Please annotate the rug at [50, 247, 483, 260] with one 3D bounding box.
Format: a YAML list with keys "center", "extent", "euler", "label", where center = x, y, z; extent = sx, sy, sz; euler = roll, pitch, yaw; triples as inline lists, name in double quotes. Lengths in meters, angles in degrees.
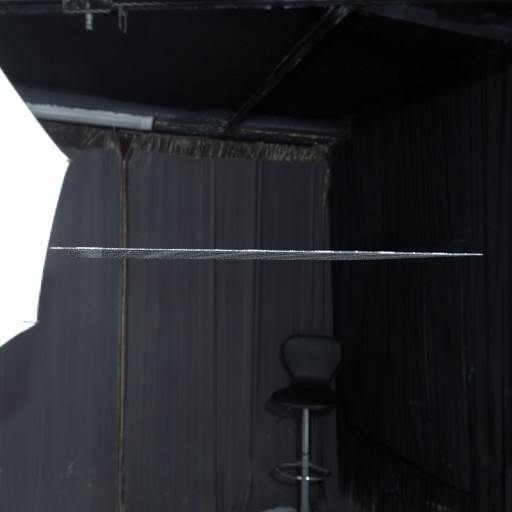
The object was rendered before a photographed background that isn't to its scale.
- center: [0.000, 0.000, 3.034]
  extent: [2.434, 0.015, 1.520]
  euler: [1, -2, -19]
  label: "rug"
